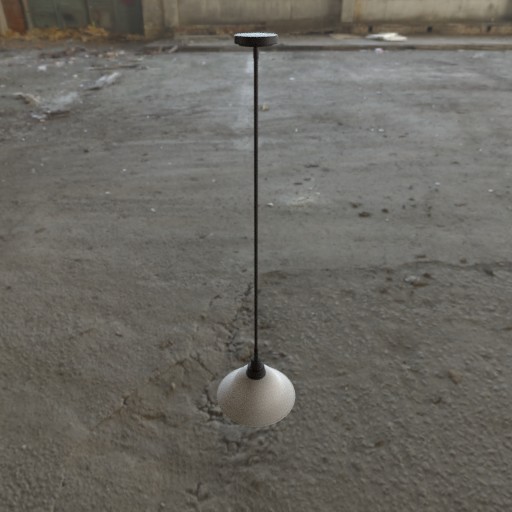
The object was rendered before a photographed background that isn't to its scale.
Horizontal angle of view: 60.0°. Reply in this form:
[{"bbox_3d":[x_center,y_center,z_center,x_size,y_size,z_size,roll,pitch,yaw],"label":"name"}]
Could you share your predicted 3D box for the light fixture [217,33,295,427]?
[{"bbox_3d":[0.000,0.000,1.493,0.324,1.337,0.324,0,31,0],"label":"light fixture"}]
